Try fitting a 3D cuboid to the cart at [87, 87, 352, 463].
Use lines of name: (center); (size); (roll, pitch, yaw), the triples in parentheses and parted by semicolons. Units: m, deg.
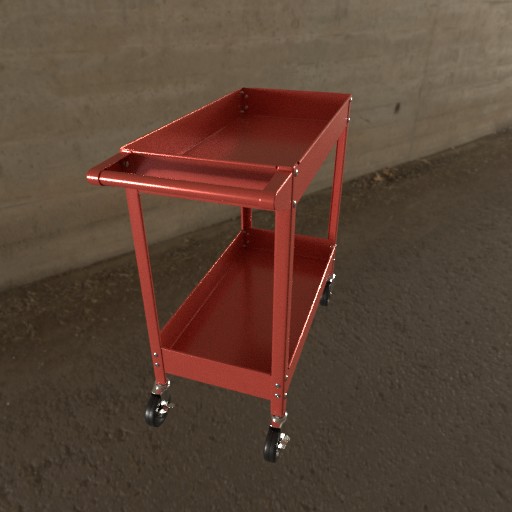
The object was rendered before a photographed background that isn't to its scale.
cart: (0.000, 0.000, 1.190); (0.366, 0.719, 0.779); (10, 32, 16)
